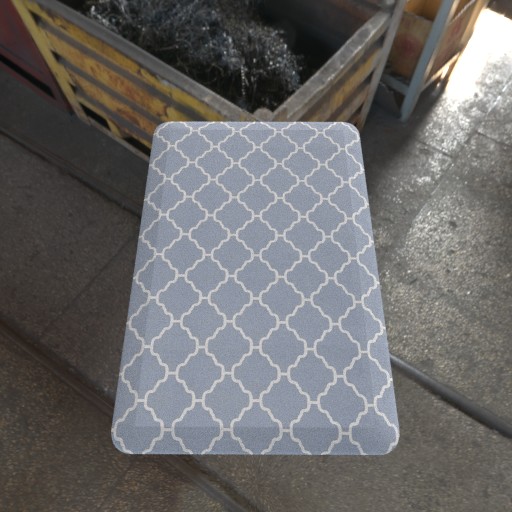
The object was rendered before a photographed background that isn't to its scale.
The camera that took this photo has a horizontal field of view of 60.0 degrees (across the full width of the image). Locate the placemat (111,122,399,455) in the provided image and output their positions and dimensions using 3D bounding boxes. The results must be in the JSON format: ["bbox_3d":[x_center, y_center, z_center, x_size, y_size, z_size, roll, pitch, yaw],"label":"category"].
[{"bbox_3d":[0.000,0.000,0.932,0.508,0.021,0.762,0,63,0],"label":"placemat"}]
